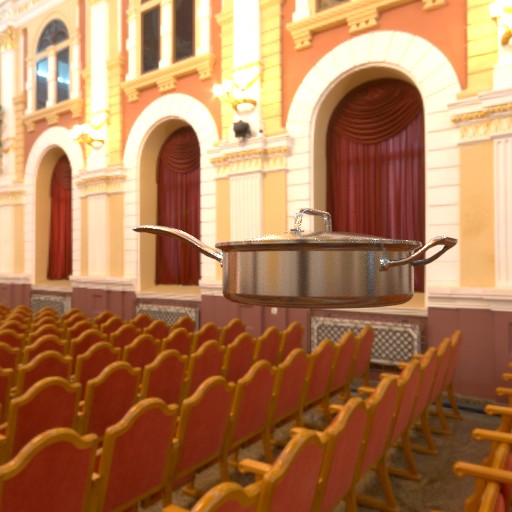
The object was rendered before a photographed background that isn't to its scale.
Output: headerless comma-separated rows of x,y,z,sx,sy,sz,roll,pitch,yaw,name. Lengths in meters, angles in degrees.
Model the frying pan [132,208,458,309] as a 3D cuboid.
0.000,0.000,0.594,0.492,0.111,0.245,-1,-1,35,frying pan
